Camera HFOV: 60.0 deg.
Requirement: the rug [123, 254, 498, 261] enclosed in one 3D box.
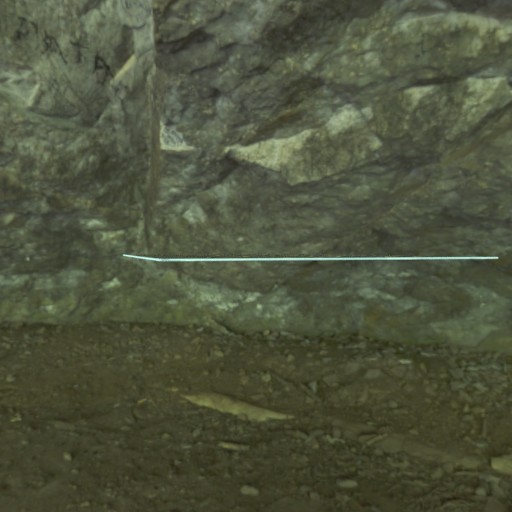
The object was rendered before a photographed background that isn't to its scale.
[{"bbox_3d":[0.000,0.000,2.825,1.522,0.008,2.284,0,1,-20],"label":"rug"}]
